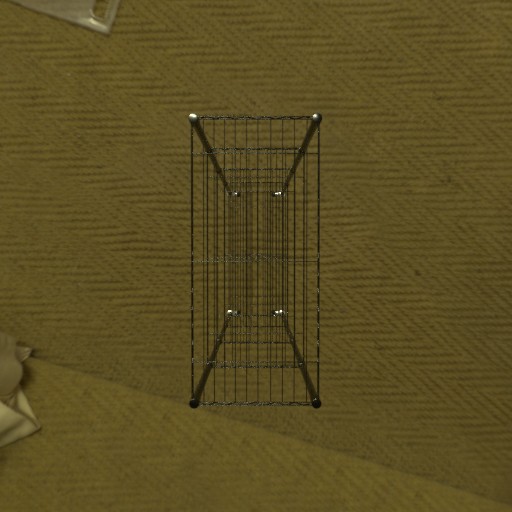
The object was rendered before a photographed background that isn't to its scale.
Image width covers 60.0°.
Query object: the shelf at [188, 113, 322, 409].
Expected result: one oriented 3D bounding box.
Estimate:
[{"bbox_3d":[0.000,0.000,1.939,0.356,1.645,0.762,0,91,0],"label":"shelf"}]
